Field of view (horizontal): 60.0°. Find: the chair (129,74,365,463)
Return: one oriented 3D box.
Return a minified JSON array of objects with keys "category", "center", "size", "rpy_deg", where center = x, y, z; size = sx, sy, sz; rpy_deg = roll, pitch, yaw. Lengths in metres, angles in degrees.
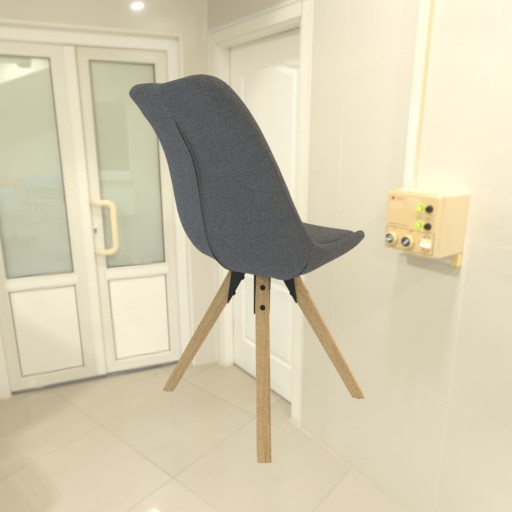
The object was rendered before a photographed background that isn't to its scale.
[{"category":"chair","center":[0.000,0.000,1.192],"size":[0.550,0.850,0.485],"rpy_deg":[-14,20,-41]}]
